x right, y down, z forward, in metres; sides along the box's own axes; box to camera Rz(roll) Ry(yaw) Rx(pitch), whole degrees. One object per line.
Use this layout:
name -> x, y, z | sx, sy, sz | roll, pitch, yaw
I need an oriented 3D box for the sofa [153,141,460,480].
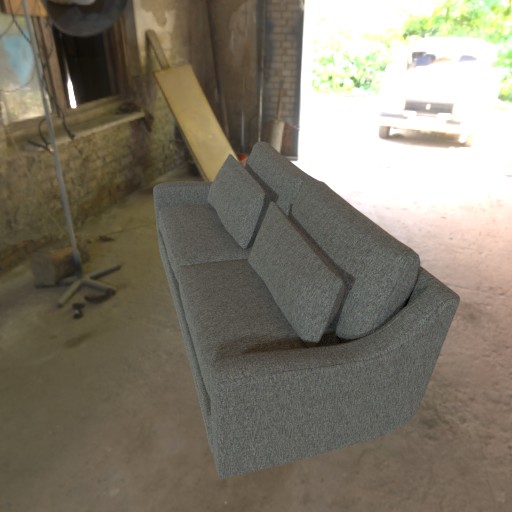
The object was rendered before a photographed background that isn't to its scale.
sofa -> 0.000, 0.000, 2.904 | 1.103, 0.998, 2.418 | -9, 31, -15
